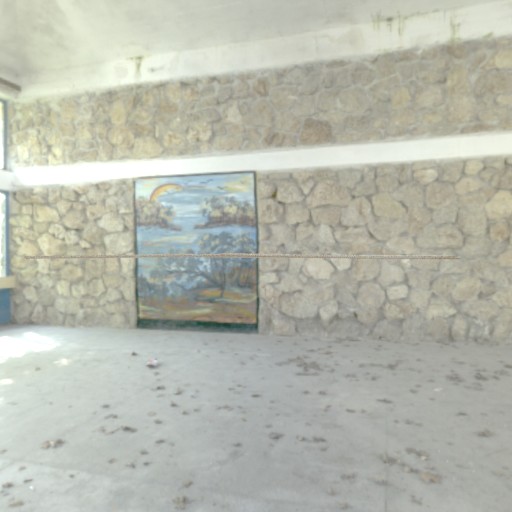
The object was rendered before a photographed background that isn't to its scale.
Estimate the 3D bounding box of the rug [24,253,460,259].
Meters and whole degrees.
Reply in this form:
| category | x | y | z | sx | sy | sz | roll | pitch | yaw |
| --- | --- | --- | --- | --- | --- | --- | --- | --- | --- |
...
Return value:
| category | x | y | z | sx | sy | sz | roll | pitch | yaw |
| --- | --- | --- | --- | --- | --- | --- | --- | --- | --- |
| rug | 0.000 | 0.000 | 2.933 | 2.283 | 0.030 | 1.596 | 0 | 0 | 17 |
